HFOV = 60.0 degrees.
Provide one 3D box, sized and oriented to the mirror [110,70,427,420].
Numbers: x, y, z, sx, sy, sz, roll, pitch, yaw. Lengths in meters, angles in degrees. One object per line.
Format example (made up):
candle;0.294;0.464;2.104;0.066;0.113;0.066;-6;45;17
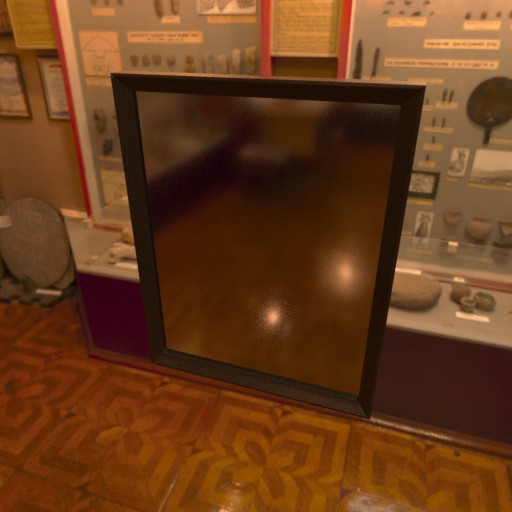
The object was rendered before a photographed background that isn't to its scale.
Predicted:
mirror;0.000;0.000;0.675;0.406;0.509;0.041;9;29;17
